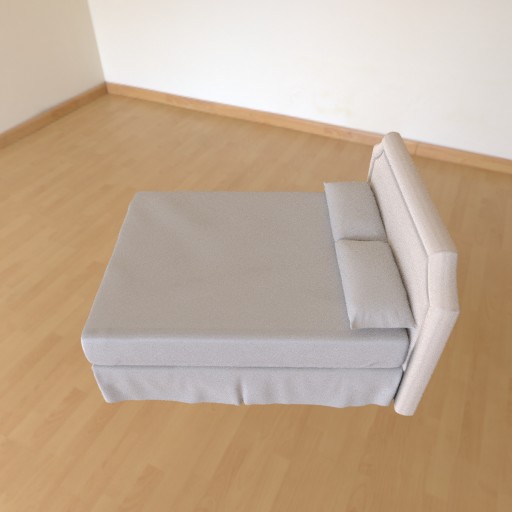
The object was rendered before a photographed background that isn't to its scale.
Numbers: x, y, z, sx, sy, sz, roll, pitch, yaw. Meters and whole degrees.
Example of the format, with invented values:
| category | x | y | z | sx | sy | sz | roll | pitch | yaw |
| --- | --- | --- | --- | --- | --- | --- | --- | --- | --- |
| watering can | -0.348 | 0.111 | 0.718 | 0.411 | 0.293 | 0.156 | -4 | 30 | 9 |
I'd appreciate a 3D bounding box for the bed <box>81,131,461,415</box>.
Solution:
| category | x | y | z | sx | sy | sz | roll | pitch | yaw |
| --- | --- | --- | --- | --- | --- | --- | --- | --- | --- |
| bed | 0.000 | 0.000 | 3.246 | 2.164 | 1.297 | 1.828 | 0 | 42 | 1 |
